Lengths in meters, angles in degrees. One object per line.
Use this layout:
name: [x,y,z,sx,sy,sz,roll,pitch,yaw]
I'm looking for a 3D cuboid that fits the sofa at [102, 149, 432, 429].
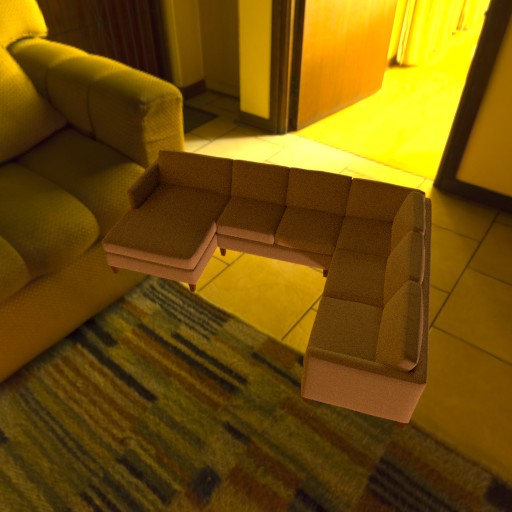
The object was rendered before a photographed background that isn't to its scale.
sofa: [0.000,0.000,4.721,3.460,0.961,2.594,12,43,13]
